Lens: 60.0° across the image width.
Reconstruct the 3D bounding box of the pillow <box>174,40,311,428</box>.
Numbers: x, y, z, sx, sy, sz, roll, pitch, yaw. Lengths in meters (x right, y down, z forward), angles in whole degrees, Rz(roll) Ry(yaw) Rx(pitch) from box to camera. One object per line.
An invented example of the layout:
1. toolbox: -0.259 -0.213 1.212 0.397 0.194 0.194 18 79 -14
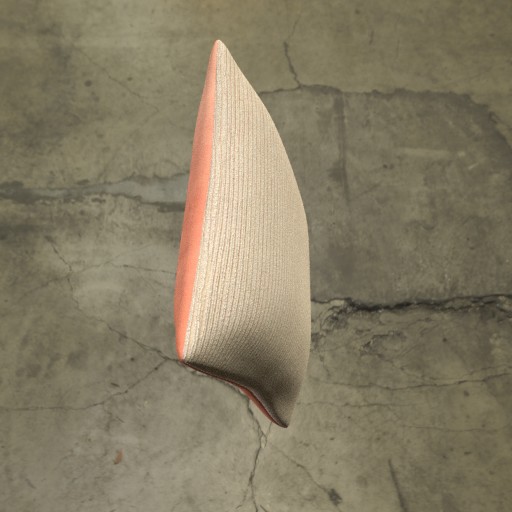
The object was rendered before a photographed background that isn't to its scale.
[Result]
1. pillow: 0.000 0.000 0.651 0.177 0.401 0.424 2 62 1
